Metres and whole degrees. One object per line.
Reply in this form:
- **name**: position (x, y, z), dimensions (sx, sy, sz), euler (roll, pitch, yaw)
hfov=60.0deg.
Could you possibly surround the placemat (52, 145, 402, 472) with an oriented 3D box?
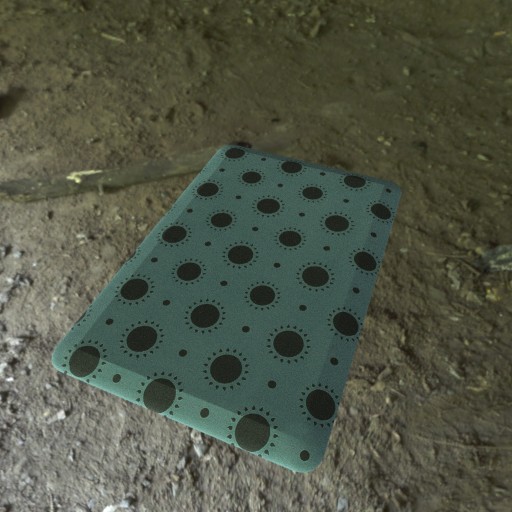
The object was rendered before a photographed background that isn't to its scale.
- **placemat**: position (0.000, 0.000, 0.957), dimensions (0.508, 0.021, 0.762), euler (17, 49, 15)
